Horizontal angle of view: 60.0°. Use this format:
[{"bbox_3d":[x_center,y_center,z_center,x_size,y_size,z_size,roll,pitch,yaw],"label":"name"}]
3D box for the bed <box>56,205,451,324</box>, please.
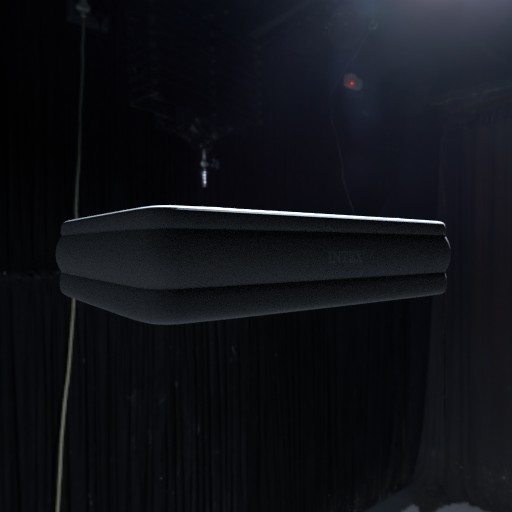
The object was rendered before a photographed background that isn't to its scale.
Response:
[{"bbox_3d":[0.000,0.000,2.709,2.036,0.460,1.520,-1,2,-37],"label":"bed"}]
